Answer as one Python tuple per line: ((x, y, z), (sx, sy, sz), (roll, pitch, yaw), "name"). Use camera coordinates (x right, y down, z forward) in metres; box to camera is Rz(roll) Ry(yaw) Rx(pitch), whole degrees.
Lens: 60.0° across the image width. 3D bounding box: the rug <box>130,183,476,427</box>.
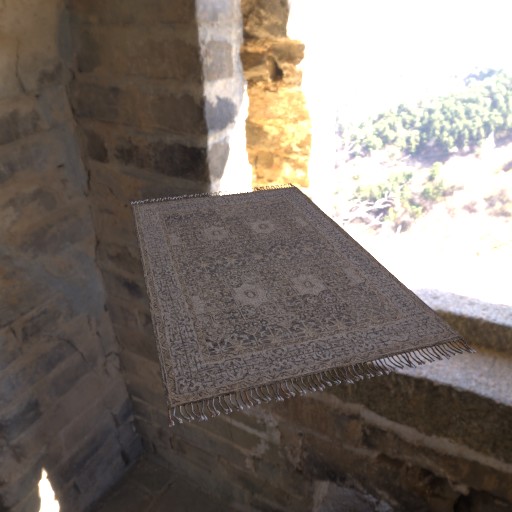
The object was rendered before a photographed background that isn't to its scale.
((0.000, 0.000, 2.462), (1.237, 0.010, 2.029), (-9, 31, -15), "rug")
